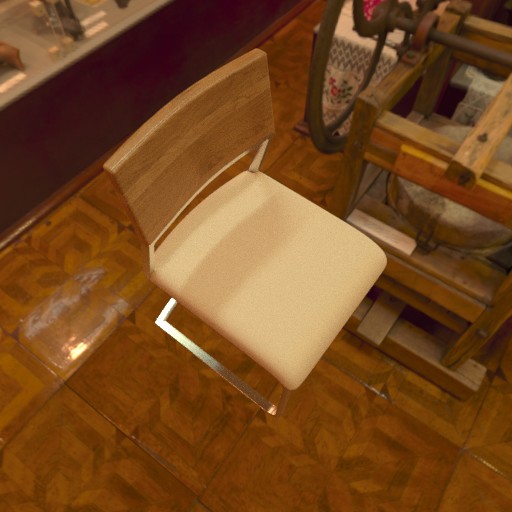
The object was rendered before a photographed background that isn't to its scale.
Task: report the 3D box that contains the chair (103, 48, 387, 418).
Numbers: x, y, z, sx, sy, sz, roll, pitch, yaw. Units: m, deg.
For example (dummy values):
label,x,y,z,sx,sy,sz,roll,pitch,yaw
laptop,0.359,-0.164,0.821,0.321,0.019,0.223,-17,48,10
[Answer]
label,x,y,z,sx,sy,sz,roll,pitch,yaw
chair,0.000,0.000,1.202,0.585,0.844,0.467,33,63,19
